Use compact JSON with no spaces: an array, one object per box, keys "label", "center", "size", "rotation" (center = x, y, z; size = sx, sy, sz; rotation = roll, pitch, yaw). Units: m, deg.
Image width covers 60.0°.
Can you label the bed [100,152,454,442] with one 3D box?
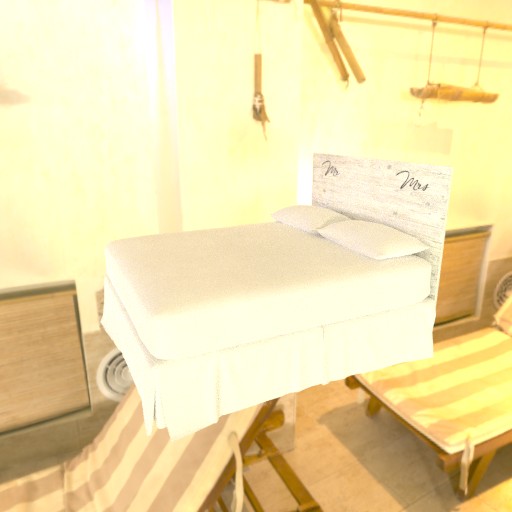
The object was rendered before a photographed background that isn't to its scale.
[{"label":"bed","center":[0.000,0.000,3.261],"size":[2.094,1.335,1.745],"rotation":[-8,19,-25]}]
